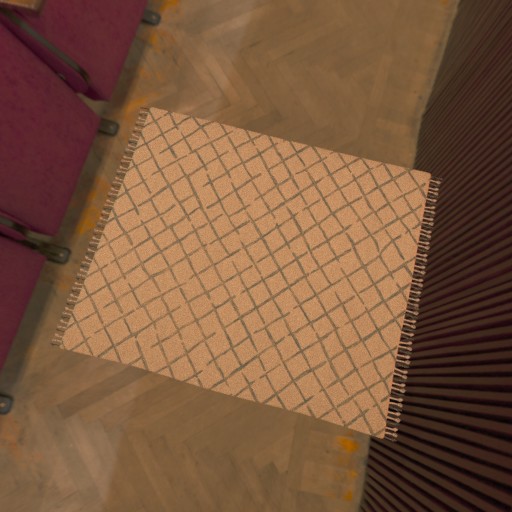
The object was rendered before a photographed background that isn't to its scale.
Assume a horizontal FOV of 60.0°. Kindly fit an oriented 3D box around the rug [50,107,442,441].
[{"bbox_3d":[0.000,0.000,4.743,3.585,0.036,2.892,14,75,4],"label":"rug"}]
